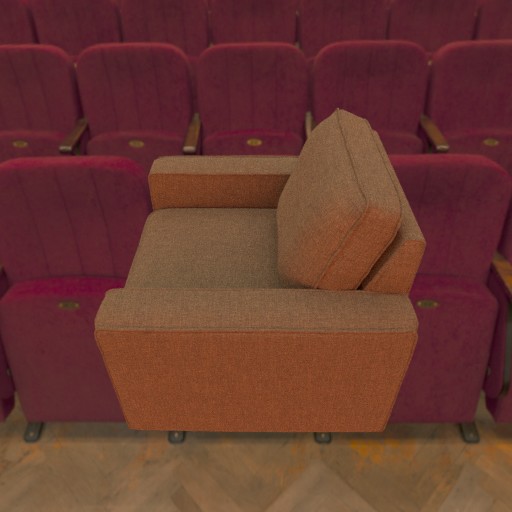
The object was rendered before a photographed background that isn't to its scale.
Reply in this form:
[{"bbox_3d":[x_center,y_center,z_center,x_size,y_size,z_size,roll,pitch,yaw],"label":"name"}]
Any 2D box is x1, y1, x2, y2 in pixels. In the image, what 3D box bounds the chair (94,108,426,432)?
[{"bbox_3d":[0.000,0.000,1.687,0.940,0.914,1.016,0,41,0],"label":"chair"}]
